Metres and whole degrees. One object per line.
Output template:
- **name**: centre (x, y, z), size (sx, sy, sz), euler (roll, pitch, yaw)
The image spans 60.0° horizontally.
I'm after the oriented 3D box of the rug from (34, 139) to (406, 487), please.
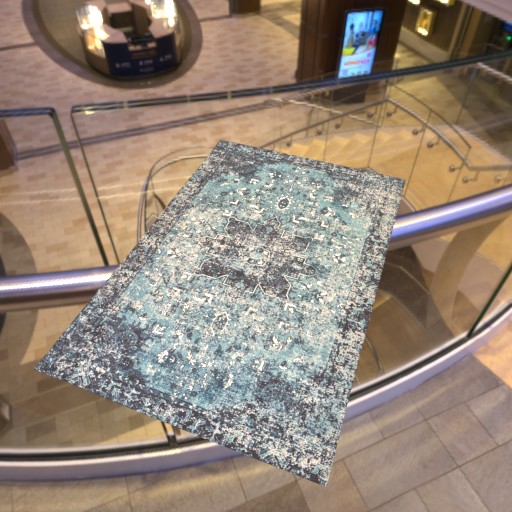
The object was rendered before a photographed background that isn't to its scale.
- **rug**: centre (0.000, 0.000, 2.226), size (1.219, 0.005, 1.828), euler (16, 49, 14)
